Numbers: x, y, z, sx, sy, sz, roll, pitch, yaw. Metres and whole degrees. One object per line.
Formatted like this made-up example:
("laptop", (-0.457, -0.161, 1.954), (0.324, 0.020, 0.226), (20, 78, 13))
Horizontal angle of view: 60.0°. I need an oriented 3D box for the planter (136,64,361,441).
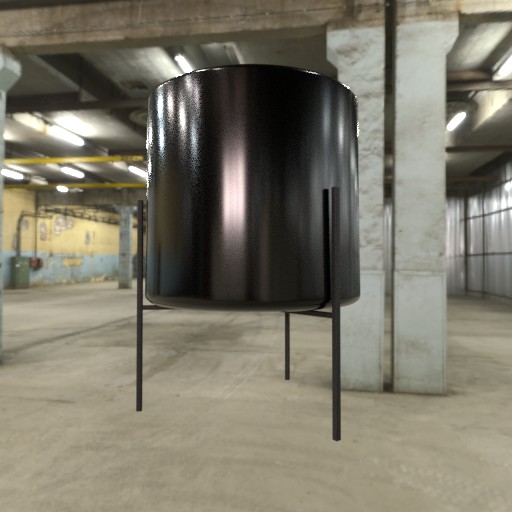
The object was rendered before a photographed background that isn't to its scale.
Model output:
("planter", (0.000, 0.000, 0.644), (0.310, 0.432, 0.310), (-1, -2, 37))
